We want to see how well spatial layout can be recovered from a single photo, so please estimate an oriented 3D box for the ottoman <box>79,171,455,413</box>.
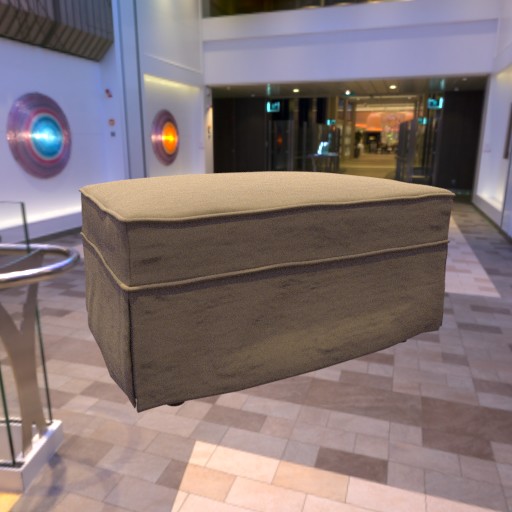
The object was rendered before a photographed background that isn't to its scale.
[{"bbox_3d":[0.000,0.000,1.327,0.944,0.479,0.703,-8,16,-27],"label":"ottoman"}]
